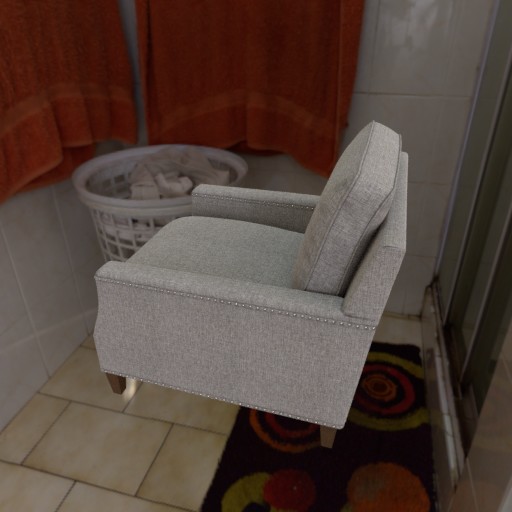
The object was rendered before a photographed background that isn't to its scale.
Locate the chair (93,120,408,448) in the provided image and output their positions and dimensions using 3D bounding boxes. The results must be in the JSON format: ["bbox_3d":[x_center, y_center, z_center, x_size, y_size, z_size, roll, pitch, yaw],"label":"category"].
[{"bbox_3d":[0.000,0.000,1.707,1.014,0.943,0.853,9,31,15],"label":"chair"}]
